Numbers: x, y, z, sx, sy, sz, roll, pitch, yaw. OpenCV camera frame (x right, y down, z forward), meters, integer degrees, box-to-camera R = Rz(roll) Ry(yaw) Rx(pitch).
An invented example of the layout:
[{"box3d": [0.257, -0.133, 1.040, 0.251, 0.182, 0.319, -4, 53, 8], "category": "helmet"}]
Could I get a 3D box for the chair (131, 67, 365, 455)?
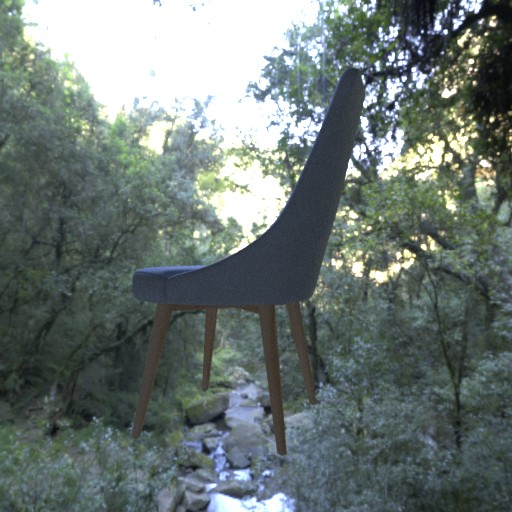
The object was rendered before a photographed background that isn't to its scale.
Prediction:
[{"box3d": [0.000, 0.000, 1.398, 0.660, 1.040, 0.510, 0, 0, 18], "category": "chair"}]
